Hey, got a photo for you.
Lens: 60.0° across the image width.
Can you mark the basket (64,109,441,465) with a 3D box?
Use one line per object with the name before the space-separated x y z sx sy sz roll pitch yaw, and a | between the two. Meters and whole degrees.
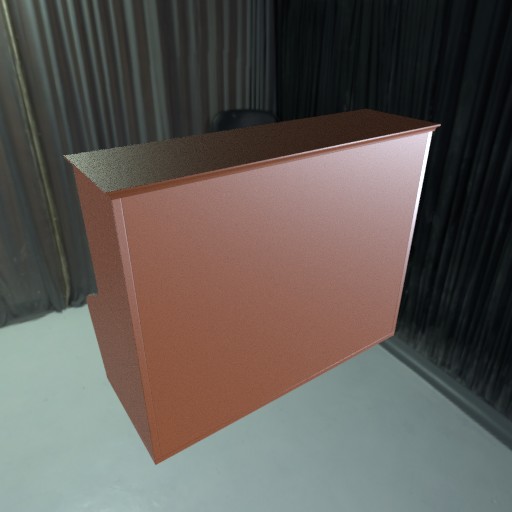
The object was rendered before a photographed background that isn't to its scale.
basket | 0.000 0.000 1.125 0.792 0.625 0.376 -18 34 -30
